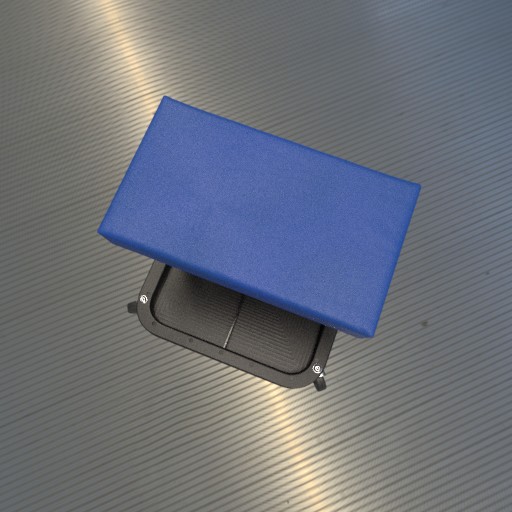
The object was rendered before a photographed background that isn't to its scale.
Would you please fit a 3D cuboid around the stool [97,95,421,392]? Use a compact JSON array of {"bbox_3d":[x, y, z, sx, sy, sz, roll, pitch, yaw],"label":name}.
[{"bbox_3d":[0.000,0.000,0.744,0.446,0.380,0.371,21,77,5],"label":"stool"}]
